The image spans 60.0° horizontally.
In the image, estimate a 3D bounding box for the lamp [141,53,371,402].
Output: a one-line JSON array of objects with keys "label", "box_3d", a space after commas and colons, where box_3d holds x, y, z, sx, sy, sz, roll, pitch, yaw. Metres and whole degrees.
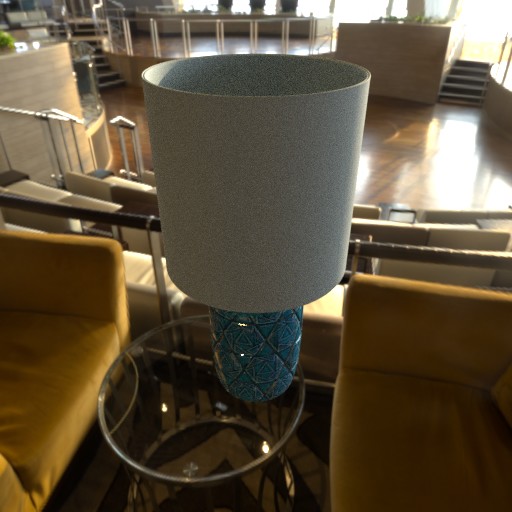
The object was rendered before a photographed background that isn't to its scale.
[{"label": "lamp", "box_3d": [0.000, 0.000, 0.482, 0.193, 0.377, 0.193, 0, 32, 1]}]
